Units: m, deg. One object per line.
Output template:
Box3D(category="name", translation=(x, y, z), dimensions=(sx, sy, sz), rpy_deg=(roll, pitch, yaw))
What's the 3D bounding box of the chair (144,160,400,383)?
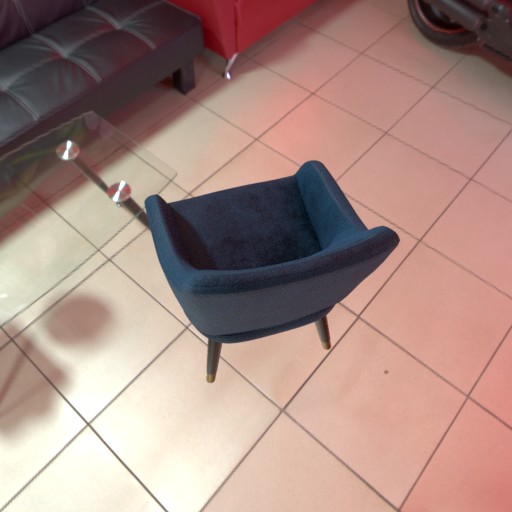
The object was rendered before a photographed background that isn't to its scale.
Box3D(category="chair", translation=(0.000, 0.000, 1.595), dimensions=(0.683, 1.081, 0.794), rpy_deg=(-14, 59, -8))
